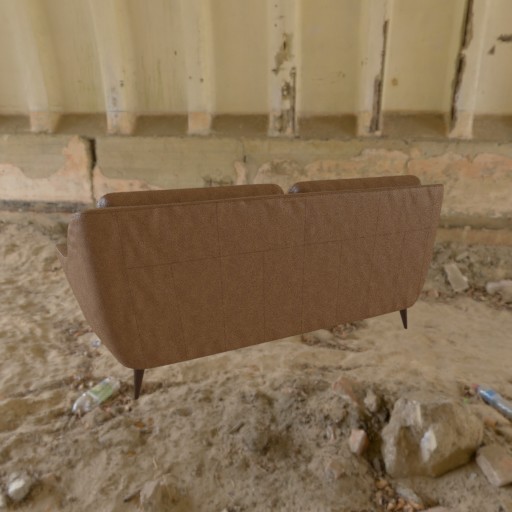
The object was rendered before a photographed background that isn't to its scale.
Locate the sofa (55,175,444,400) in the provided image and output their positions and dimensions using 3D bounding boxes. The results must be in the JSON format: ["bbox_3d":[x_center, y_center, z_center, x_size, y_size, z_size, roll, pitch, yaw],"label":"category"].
[{"bbox_3d":[0.000,0.000,2.357,1.902,0.839,0.904,-8,18,-26],"label":"sofa"}]
